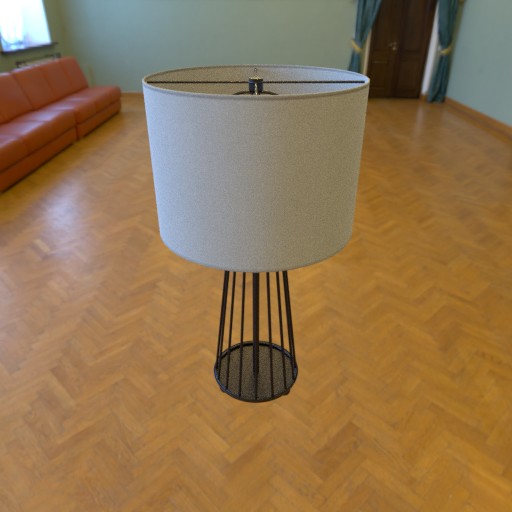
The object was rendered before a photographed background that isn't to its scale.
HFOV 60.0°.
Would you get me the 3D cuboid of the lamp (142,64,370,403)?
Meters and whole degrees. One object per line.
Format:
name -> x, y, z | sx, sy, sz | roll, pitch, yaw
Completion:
lamp -> 0.000, 0.000, 0.784 | 0.322, 0.593, 0.322 | 0, 29, 0
